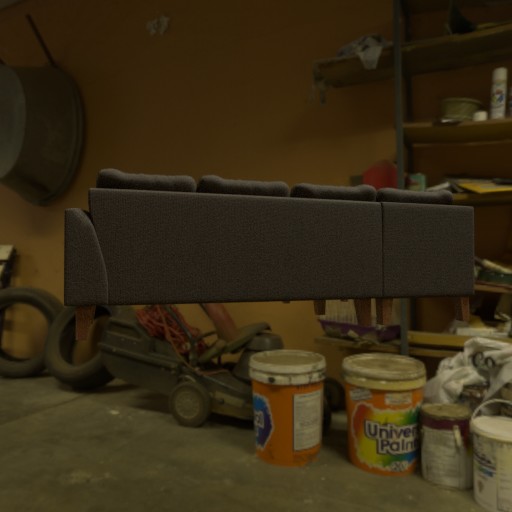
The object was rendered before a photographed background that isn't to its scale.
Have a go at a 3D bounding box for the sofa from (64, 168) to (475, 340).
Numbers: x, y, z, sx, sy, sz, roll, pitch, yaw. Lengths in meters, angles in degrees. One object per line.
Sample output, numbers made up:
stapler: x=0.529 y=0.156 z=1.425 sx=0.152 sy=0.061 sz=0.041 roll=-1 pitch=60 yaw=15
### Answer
sofa: x=0.000 y=0.000 z=3.558 sx=2.679 sy=0.932 sz=1.829 roll=0 pitch=-1 yaw=-18
